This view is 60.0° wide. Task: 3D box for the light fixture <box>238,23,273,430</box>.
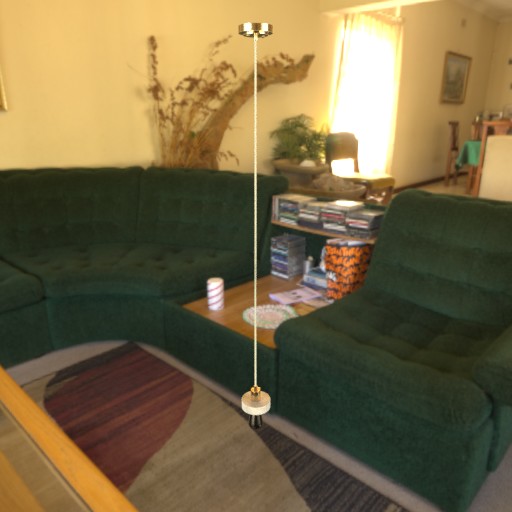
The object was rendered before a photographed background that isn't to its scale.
[{"bbox_3d":[0.000,0.000,1.789,0.129,1.669,0.129,8,20,24],"label":"light fixture"}]
